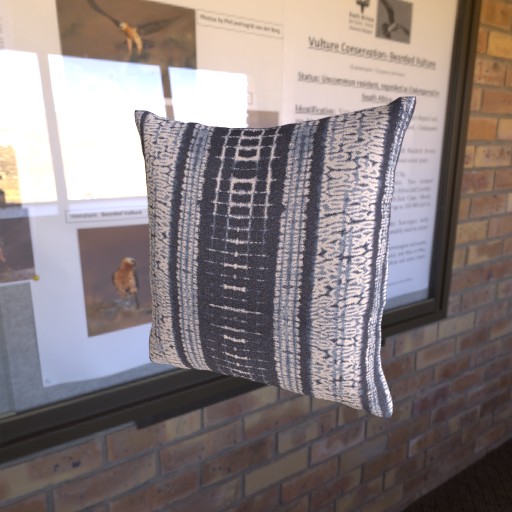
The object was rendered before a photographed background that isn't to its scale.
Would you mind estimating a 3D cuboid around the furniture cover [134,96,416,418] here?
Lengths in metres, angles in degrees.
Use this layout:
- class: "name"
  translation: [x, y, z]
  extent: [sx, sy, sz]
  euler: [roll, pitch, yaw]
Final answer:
- class: "furniture cover"
  translation: [0.000, 0.000, 0.665]
  extent: [0.425, 0.435, 0.133]
  euler: [6, 15, 24]
